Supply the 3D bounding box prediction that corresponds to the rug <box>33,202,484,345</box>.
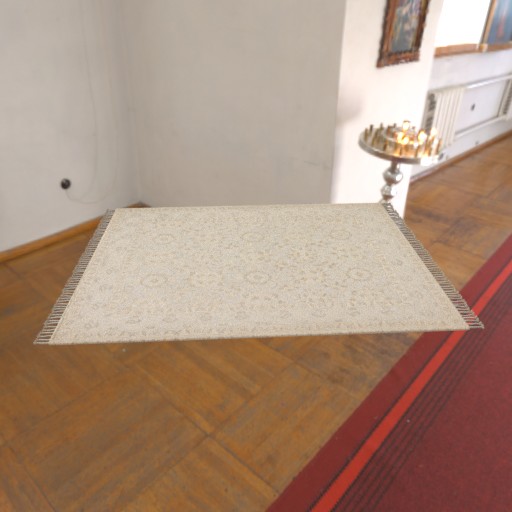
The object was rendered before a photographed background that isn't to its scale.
[{"bbox_3d":[0.000,0.000,2.256,1.771,0.015,1.223,-2,31,-3],"label":"rug"}]
